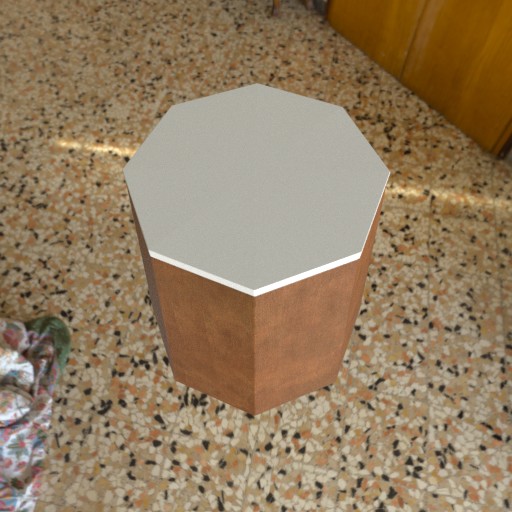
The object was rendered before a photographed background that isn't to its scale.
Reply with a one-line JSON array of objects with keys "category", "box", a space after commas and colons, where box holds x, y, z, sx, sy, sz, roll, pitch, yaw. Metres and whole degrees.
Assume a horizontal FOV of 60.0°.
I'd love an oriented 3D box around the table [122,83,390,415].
[{"category": "table", "box": [0.000, 0.000, 0.809, 0.439, 0.457, 0.439, 18, 61, 11]}]
